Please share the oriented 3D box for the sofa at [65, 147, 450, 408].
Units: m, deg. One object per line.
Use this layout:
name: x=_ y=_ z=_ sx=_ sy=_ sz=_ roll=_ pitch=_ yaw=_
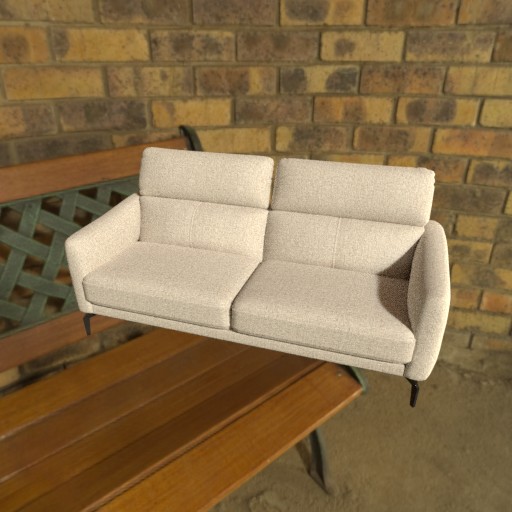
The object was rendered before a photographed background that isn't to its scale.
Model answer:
sofa: x=0.000 y=0.000 z=2.506 sx=2.015 sy=0.956 sz=0.856 roll=8 pitch=27 yaw=16
